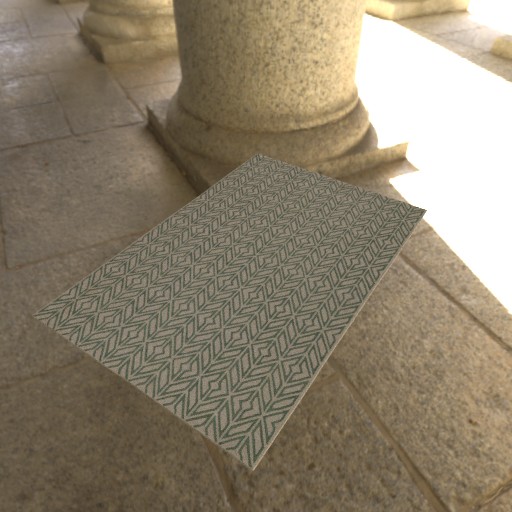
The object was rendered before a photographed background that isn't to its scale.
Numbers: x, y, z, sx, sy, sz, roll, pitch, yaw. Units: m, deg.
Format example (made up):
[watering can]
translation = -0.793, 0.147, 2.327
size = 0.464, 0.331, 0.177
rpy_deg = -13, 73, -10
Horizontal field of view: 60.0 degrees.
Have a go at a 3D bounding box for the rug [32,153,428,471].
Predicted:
[rug]
translation = 0.000, 0.000, 2.319
size = 1.220, 0.007, 1.828
rpy_deg = 24, 47, 25
